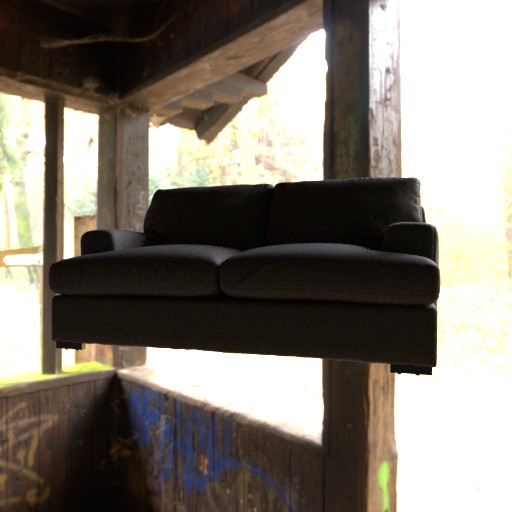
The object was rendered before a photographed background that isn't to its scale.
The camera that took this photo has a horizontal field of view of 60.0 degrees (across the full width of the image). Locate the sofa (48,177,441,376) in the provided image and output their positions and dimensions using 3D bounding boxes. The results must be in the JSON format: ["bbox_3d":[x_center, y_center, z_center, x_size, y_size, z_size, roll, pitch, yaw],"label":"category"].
[{"bbox_3d":[0.000,0.000,2.461,1.880,0.940,1.143,0,0,17],"label":"sofa"}]
